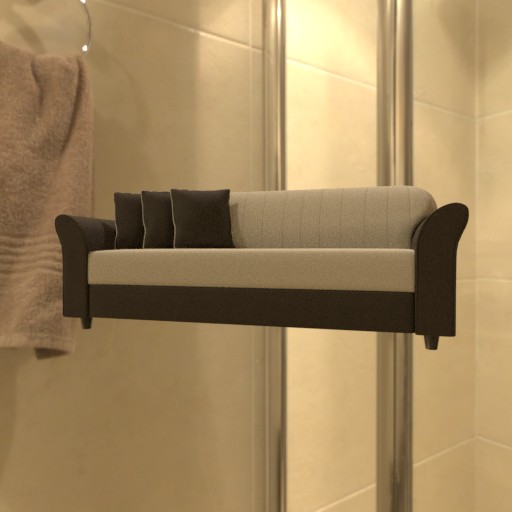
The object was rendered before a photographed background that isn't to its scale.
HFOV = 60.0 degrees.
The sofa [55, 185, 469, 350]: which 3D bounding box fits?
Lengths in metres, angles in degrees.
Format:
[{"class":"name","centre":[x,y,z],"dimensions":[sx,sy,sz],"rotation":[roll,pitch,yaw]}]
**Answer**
[{"class":"sofa","centre":[0.000,0.000,2.412],"dimensions":[2.001,0.787,0.755],"rotation":[0,1,17]}]
